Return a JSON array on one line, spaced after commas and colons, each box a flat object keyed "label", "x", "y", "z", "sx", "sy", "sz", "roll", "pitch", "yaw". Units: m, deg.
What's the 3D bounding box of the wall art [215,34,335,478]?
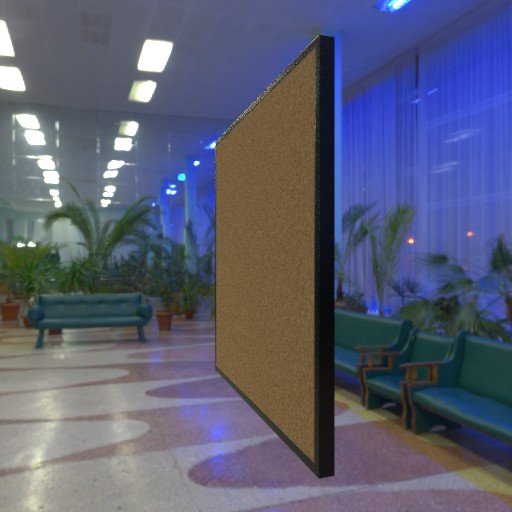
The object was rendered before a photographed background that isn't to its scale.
[{"label": "wall art", "x": 0.000, "y": 0.000, "z": 0.515, "sx": 0.014, "sy": 0.349, "sz": 0.349, "roll": 0, "pitch": 0, "yaw": -19}]
